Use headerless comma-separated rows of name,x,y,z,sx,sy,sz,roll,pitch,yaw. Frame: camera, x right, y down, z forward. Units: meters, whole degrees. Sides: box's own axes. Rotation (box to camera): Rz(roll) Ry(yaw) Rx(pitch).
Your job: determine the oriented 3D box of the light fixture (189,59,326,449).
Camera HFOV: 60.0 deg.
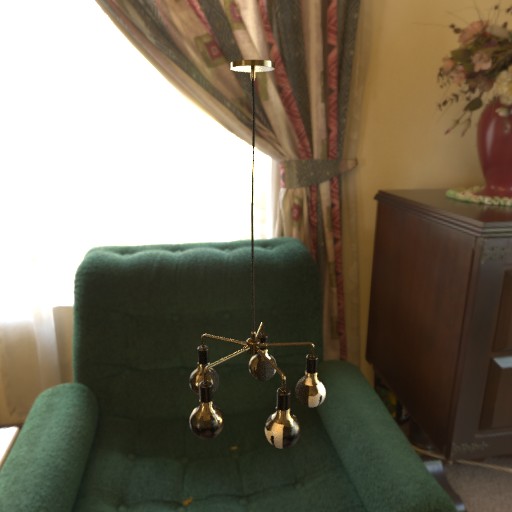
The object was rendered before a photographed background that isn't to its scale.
light fixture,0.000,0.000,1.220,0.438,0.988,0.421,-7,17,-25
